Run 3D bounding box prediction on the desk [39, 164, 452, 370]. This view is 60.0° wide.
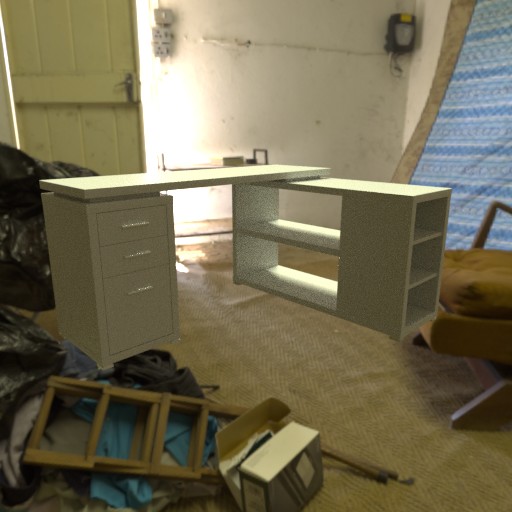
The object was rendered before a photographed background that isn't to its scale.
[{"bbox_3d":[0.000,0.000,2.167,1.524,0.753,1.200,-14,21,-42],"label":"desk"}]
